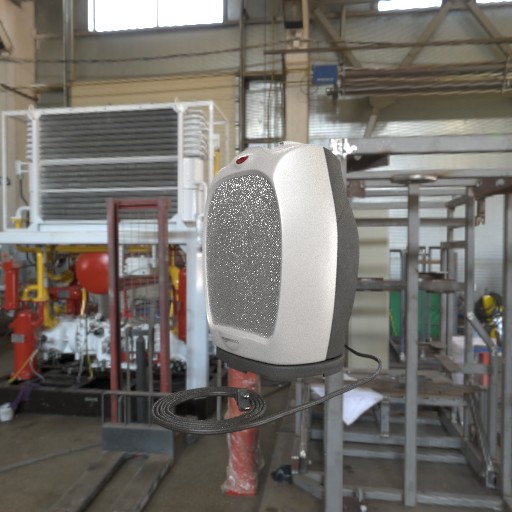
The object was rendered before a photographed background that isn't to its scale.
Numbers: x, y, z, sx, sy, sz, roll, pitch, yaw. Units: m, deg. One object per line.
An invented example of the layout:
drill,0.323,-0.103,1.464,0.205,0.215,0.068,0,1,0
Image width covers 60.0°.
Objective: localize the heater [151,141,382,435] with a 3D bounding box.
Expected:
heater,0.000,0.000,0.477,0.291,0.255,0.239,-1,1,-36
